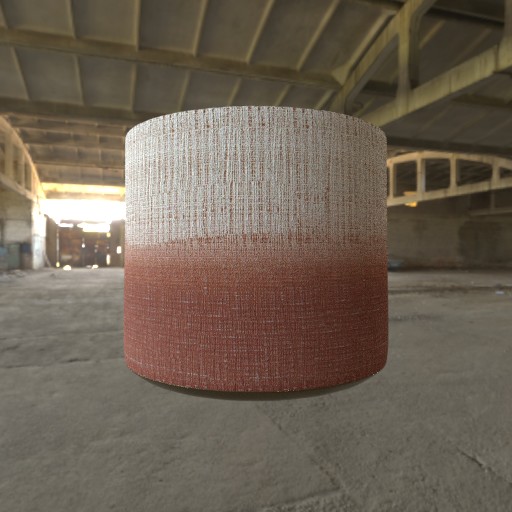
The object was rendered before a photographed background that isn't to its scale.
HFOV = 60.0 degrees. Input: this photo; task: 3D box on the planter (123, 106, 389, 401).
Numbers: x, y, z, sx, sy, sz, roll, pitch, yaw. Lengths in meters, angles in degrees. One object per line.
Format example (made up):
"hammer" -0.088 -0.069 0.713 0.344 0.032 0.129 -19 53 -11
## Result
"planter" 0.000 0.000 0.442 0.254 0.221 0.254 0 1 0
